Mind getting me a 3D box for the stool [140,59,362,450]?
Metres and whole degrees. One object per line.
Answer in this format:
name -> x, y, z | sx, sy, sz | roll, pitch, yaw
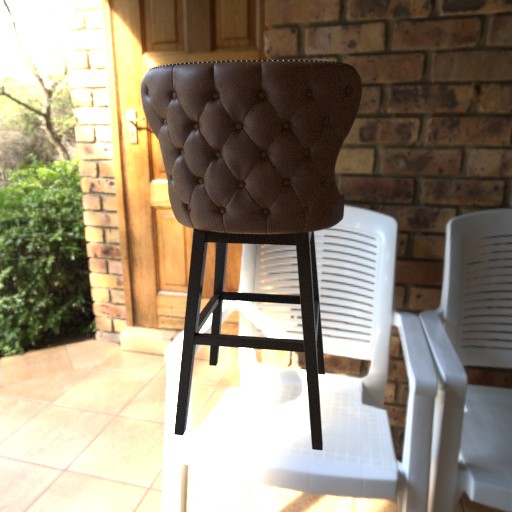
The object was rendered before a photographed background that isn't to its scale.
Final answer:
stool -> 0.000, 0.000, 1.428 | 0.591, 1.087, 0.606 | 2, 15, 9
